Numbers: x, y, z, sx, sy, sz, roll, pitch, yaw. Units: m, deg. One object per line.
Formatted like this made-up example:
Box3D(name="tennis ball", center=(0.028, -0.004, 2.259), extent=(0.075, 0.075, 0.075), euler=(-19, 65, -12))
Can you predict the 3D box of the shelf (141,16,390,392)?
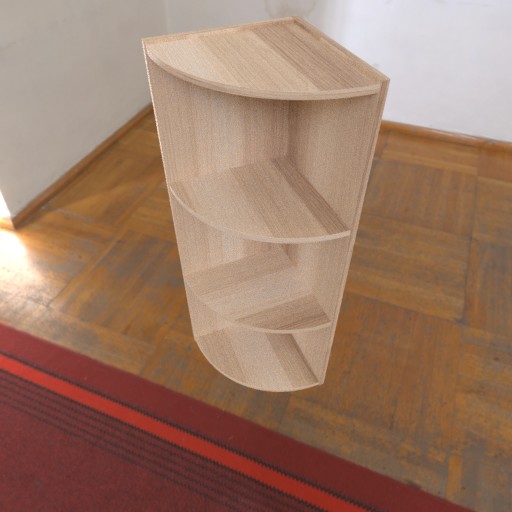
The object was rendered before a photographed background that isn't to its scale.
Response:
Box3D(name="shelf", center=(0.000, 0.000, 0.991), extent=(0.290, 0.872, 0.290), euler=(-17, 48, -16))
